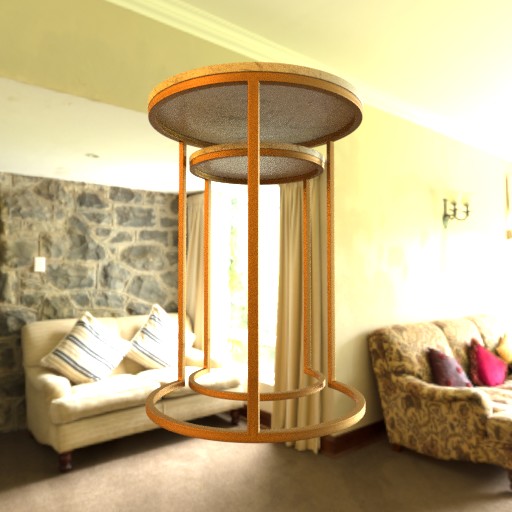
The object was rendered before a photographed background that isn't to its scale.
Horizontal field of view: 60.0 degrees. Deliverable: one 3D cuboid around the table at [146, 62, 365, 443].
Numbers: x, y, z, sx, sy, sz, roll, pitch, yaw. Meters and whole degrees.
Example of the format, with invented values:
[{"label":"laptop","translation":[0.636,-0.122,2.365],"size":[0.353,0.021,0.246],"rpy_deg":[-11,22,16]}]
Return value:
[{"label":"table","translation":[0.000,0.000,0.891],"size":[0.400,0.550,0.507],"rpy_deg":[0,-2,1]}]
